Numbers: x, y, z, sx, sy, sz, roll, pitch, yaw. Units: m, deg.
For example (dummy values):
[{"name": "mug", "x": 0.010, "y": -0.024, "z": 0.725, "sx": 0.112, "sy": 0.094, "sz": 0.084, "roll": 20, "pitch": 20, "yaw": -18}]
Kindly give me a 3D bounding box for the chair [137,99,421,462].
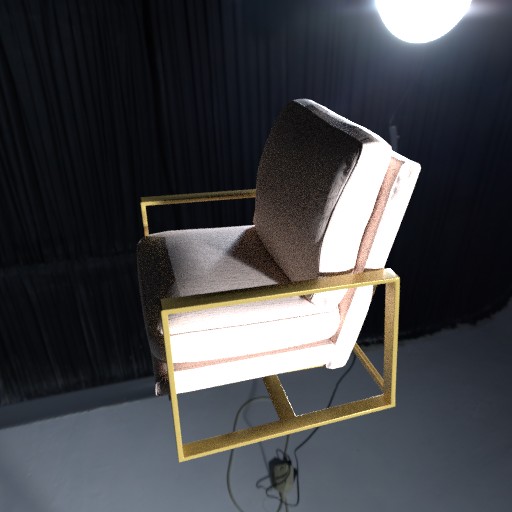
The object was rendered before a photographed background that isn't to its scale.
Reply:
[{"name": "chair", "x": 0.000, "y": 0.000, "z": 1.554, "sx": 0.813, "sy": 0.956, "sz": 0.758, "roll": -8, "pitch": 31, "yaw": -14}]
